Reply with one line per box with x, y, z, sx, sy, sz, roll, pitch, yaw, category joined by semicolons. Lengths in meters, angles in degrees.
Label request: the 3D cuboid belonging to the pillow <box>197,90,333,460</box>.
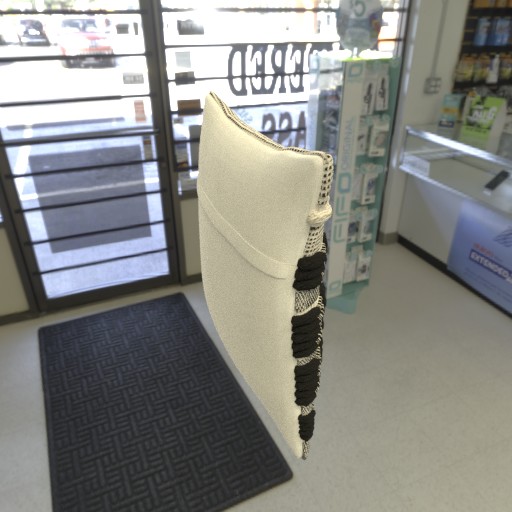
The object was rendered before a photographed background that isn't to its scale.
0.000;0.000;0.699;0.156;0.438;0.436;-10;30;-18;pillow
